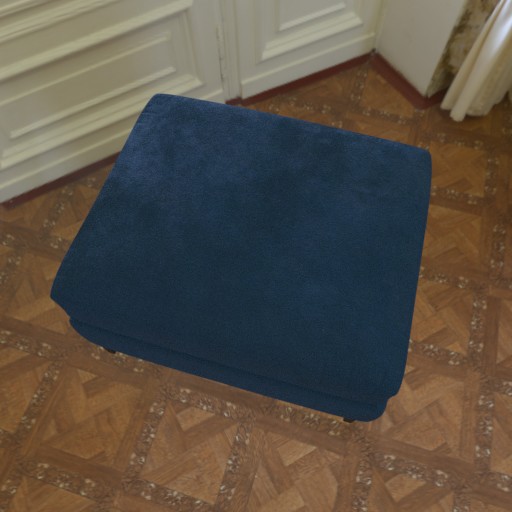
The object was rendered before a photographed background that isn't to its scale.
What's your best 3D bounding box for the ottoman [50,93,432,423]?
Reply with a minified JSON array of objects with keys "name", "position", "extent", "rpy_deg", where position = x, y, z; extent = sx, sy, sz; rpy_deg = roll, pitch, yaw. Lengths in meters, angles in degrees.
[{"name":"ottoman","position":[0.000,0.000,1.185],"extent":[0.794,0.485,0.655],"rpy_deg":[14,64,7]}]
